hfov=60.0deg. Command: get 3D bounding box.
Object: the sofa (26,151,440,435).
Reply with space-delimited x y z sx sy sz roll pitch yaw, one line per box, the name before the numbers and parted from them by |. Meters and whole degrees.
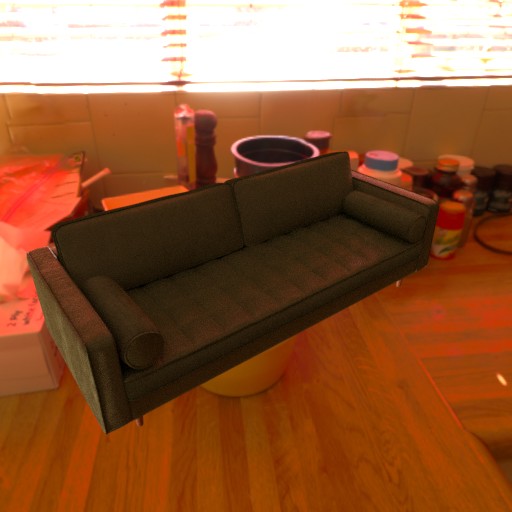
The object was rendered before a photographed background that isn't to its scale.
sofa | 0.000 0.000 2.537 2.199 0.769 0.918 -21 36 -31
